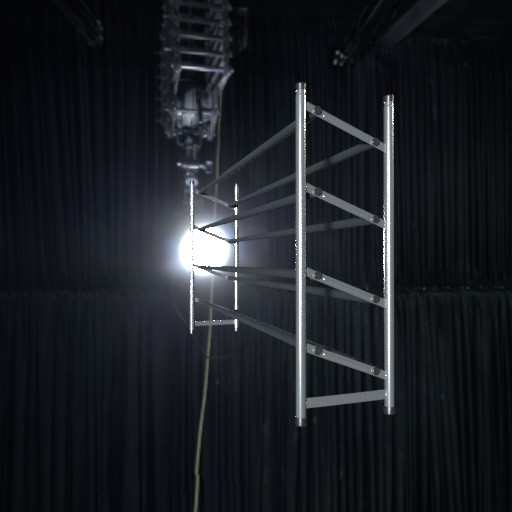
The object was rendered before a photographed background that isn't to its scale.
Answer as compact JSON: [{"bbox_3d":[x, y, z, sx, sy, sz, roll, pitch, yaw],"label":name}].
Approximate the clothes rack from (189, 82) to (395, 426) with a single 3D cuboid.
[{"bbox_3d":[0.000,0.000,1.448,0.229,0.672,1.168,0,-1,-19],"label":"clothes rack"}]
